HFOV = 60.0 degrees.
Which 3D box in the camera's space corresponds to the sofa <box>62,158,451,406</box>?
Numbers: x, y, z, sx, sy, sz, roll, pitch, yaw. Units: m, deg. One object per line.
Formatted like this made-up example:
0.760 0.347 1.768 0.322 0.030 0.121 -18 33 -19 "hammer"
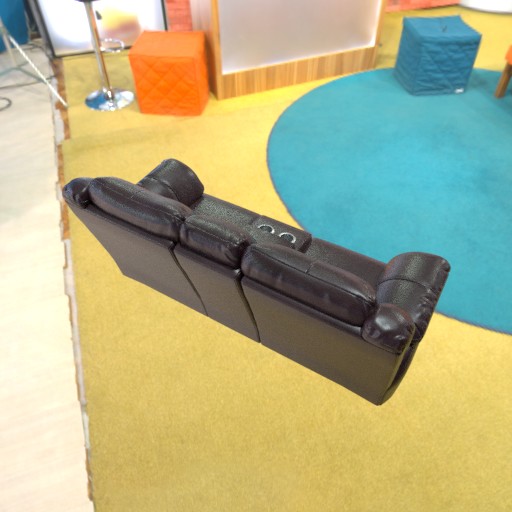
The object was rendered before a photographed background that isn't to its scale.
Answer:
0.000 0.000 2.661 2.058 1.043 0.991 23 50 21 "sofa"
